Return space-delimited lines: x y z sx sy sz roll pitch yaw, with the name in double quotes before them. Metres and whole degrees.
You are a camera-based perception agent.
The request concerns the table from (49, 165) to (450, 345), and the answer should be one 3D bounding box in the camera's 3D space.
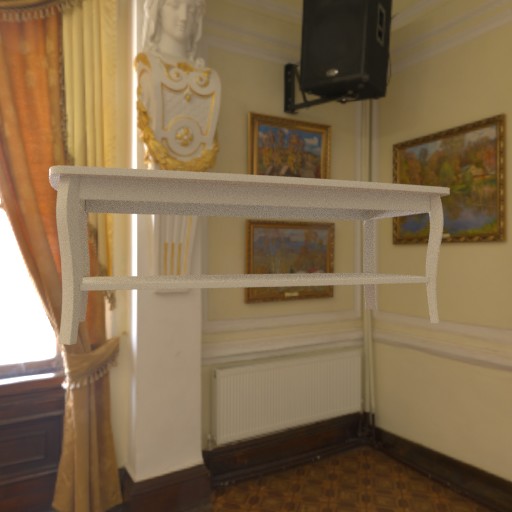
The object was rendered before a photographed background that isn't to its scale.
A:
"table" 0.000 0.000 1.586 1.334 0.474 0.561 0 0 -18
